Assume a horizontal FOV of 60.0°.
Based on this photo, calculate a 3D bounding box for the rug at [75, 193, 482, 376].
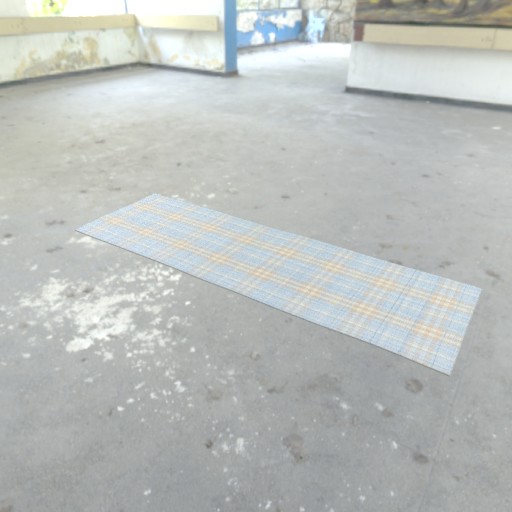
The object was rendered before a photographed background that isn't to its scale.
[{"bbox_3d":[0.000,0.000,2.703,2.439,0.013,0.762,18,35,28],"label":"rug"}]
